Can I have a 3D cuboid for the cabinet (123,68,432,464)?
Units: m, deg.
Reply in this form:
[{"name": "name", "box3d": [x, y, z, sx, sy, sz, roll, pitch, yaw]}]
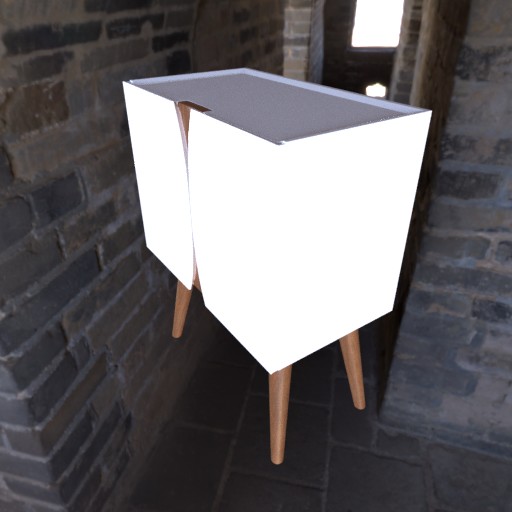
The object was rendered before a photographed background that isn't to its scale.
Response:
[{"name": "cabinet", "box3d": [0.000, 0.000, 1.100, 0.344, 0.772, 0.591, -20, 36, -29]}]
